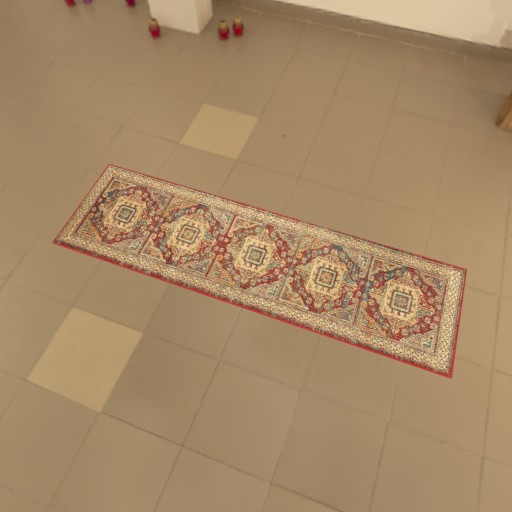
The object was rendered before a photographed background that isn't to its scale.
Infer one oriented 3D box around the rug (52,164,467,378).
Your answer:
[{"bbox_3d":[0.000,0.000,2.541,2.292,0.015,0.659,18,61,10],"label":"rug"}]
